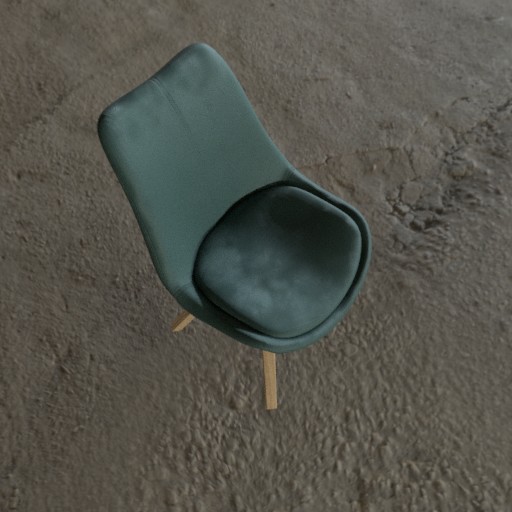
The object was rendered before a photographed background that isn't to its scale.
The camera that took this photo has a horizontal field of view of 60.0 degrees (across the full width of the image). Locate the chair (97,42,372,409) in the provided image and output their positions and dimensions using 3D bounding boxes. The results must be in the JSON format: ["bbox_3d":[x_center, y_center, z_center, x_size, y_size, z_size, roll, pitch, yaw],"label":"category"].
[{"bbox_3d":[0.000,0.000,1.156,0.547,0.865,0.483,33,65,18],"label":"chair"}]
